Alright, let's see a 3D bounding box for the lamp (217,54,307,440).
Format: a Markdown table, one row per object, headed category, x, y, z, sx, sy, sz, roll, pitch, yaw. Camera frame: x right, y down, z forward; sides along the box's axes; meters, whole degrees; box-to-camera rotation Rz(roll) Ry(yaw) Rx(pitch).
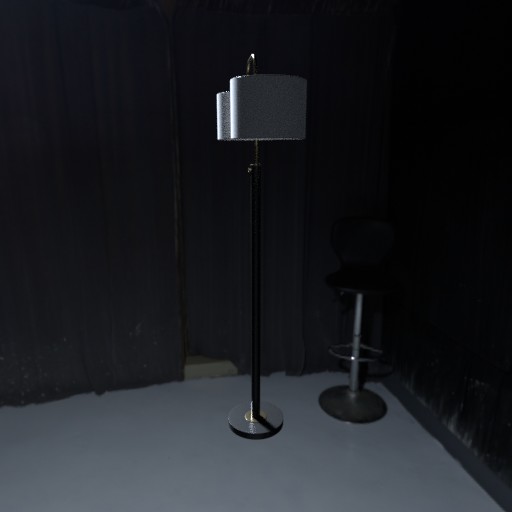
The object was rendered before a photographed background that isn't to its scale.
| category | x | y | z | sx | sy | sz | roll | pitch | yaw |
| --- | --- | --- | --- | --- | --- | --- | --- | --- | --- |
| lamp | 0.000 | 0.000 | 1.856 | 0.254 | 1.587 | 0.711 | -3 | 15 | -10 |
